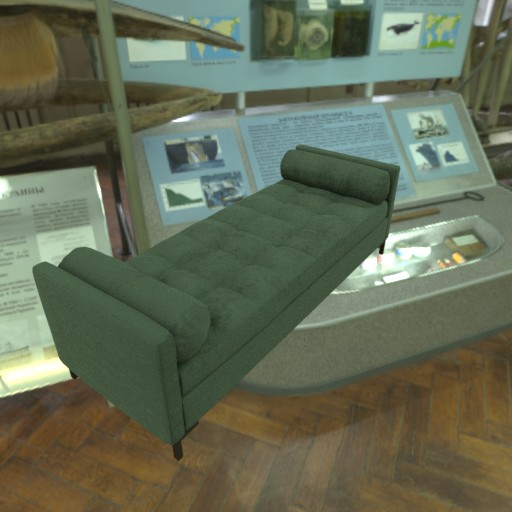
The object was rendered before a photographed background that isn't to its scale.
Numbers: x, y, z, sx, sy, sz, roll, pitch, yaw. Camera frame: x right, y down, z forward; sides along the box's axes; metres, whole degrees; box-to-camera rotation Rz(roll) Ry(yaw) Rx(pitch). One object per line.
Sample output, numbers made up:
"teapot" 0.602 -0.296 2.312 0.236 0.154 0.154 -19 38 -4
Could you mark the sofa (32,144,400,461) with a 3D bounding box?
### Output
"sofa" 0.000 0.000 2.514 0.817 0.681 2.130 22 38 31
